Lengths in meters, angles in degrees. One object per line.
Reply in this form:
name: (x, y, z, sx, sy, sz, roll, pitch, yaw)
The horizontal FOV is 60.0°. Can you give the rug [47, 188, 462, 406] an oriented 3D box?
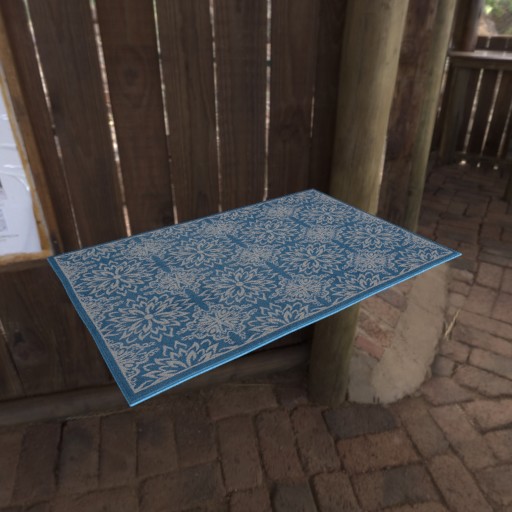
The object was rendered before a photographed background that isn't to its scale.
rug: (0.000, 0.000, 3.541, 2.769, 0.018, 1.830, -18, 34, -30)
